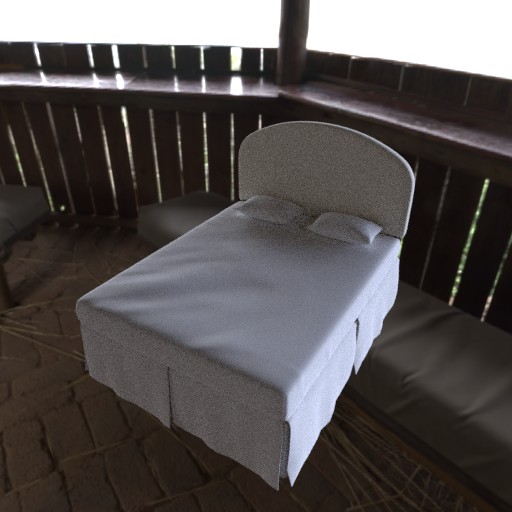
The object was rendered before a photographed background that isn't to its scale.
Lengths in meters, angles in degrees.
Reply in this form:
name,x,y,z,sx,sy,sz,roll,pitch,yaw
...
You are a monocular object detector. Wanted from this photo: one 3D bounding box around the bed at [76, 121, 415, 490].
name,x,y,z,sx,sy,sz,roll,pitch,yaw
bed,0.000,0.000,3.039,1.607,1.410,2.005,17,34,27
